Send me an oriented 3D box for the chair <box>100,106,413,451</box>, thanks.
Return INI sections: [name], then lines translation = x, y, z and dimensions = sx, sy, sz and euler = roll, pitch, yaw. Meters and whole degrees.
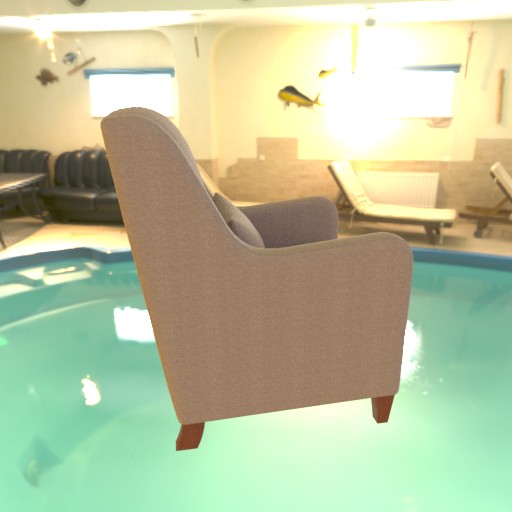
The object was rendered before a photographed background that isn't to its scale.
[chair]
translation = 0.000, 0.000, 1.591
dimensions = 0.890, 1.017, 0.715
euler = -3, 18, -10
